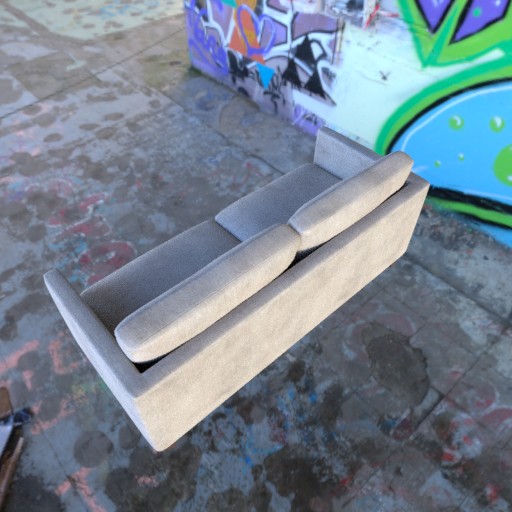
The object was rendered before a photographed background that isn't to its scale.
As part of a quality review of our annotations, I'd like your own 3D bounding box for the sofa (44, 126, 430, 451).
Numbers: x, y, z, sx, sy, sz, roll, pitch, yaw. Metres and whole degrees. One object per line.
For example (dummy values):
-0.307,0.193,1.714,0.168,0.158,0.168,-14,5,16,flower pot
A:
0.000,0.000,2.763,2.208,0.965,0.951,-33,56,-27,sofa
